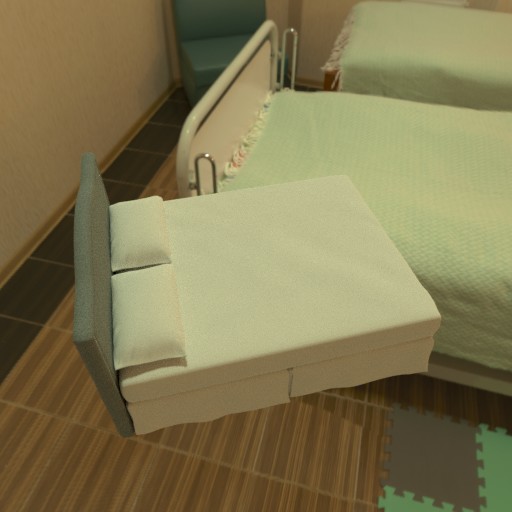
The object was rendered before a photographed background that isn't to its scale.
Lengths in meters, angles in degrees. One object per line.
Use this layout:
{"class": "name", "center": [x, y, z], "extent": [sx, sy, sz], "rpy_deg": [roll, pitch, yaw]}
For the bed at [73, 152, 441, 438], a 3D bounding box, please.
{"class": "bed", "center": [0.000, 0.000, 3.913], "extent": [2.689, 1.457, 2.161], "rpy_deg": [-10, 46, -10]}
